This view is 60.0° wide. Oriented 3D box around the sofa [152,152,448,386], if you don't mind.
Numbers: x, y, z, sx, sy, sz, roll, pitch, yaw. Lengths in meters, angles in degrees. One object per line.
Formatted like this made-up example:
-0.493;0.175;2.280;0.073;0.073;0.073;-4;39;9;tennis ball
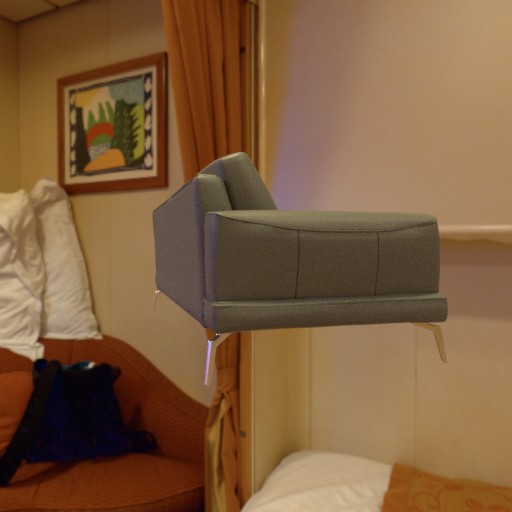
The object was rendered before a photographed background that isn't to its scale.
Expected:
0.000;0.000;2.796;1.121;0.930;2.177;0;1;-18;sofa
